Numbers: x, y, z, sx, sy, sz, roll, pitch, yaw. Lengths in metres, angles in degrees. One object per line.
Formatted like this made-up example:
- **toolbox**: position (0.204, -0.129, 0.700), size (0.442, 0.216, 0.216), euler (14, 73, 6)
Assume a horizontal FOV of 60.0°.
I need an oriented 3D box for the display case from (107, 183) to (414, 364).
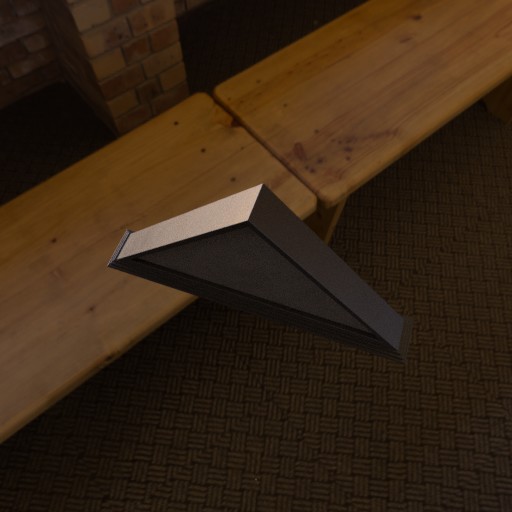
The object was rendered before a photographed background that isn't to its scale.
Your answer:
- **display case**: position (0.000, 0.000, 0.773), size (0.640, 0.340, 0.095), euler (17, 65, 8)
